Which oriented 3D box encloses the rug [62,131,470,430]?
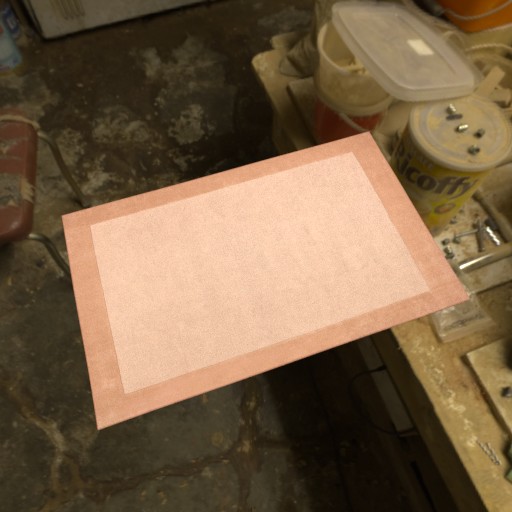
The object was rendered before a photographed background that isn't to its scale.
[{"bbox_3d":[0.000,0.000,3.039,2.438,0.014,1.524,-17,64,-9],"label":"rug"}]
